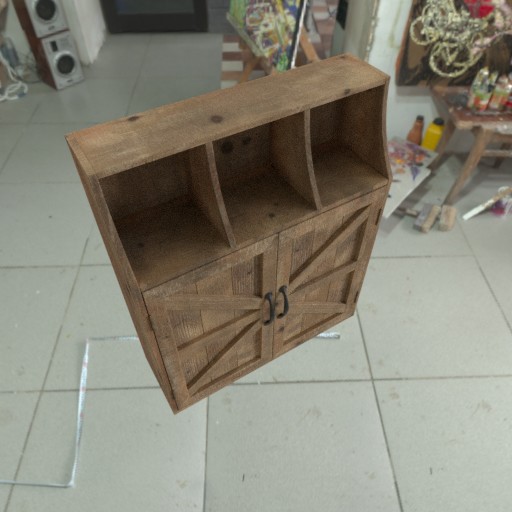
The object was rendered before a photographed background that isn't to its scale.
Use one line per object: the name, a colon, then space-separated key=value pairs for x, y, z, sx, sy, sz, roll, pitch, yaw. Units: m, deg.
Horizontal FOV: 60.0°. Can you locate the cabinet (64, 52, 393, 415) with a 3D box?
cabinet: x=0.000 y=0.000 z=0.843 sx=0.489 sy=0.590 sz=0.184 roll=-24 pitch=52 yaw=-20
